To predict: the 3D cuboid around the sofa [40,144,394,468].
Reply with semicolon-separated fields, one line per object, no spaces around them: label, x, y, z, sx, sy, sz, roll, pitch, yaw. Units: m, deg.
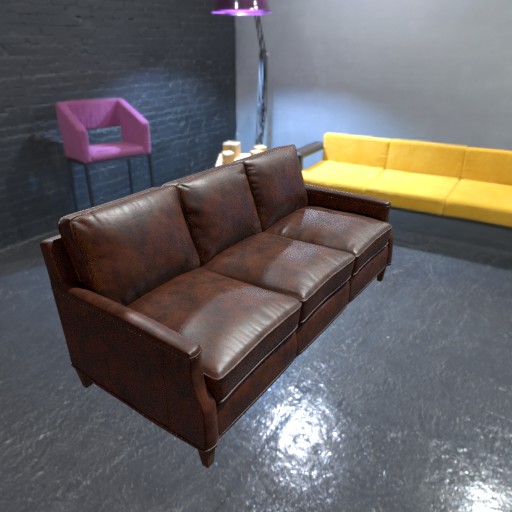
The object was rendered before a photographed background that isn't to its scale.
sofa;0.000;0.000;2.819;1.084;1.003;2.240;17;31;31
